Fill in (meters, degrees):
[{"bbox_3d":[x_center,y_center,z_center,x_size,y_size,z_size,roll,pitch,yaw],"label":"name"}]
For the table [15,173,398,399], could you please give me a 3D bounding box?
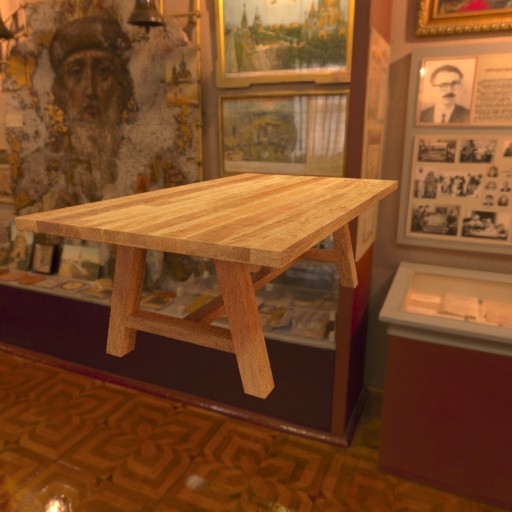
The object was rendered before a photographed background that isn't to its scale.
[{"bbox_3d":[0.000,0.000,1.632,0.760,0.455,1.320,8,18,25],"label":"table"}]
